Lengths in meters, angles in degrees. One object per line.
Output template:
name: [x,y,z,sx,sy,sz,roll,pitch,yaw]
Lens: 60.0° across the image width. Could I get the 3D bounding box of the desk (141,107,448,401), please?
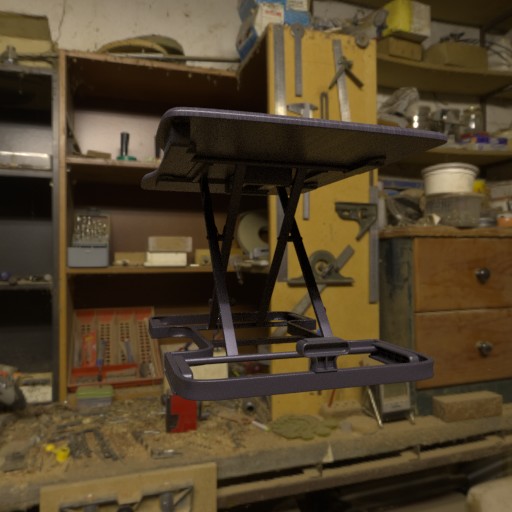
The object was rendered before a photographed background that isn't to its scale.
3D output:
desk: [0.000,0.000,1.146,0.546,0.470,0.820,0,0,-17]
